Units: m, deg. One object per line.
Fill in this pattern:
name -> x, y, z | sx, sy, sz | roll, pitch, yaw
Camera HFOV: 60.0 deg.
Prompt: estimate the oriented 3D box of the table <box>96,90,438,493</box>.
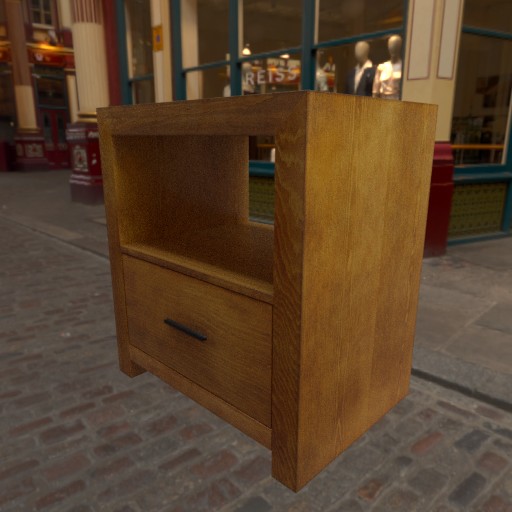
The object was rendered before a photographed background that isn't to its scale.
table -> 0.000, 0.000, 0.943 | 0.550, 0.605, 0.400 | 14, 21, 42
